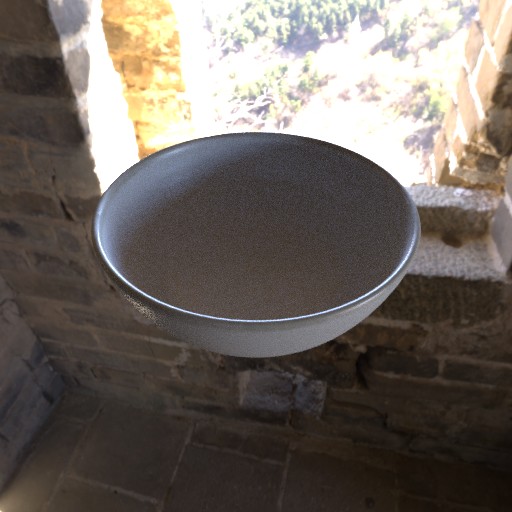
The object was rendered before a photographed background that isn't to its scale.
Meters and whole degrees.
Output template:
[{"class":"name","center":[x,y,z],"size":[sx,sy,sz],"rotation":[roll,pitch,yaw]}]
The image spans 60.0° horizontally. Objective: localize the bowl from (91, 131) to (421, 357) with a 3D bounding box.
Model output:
[{"class":"bowl","center":[0.000,0.000,0.412],"size":[0.268,0.121,0.268],"rotation":[0,41,0]}]
